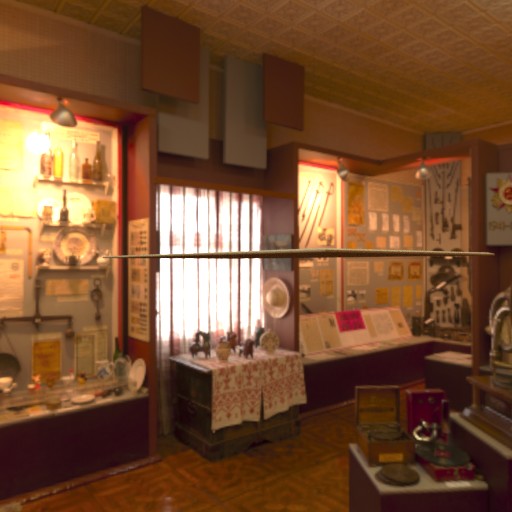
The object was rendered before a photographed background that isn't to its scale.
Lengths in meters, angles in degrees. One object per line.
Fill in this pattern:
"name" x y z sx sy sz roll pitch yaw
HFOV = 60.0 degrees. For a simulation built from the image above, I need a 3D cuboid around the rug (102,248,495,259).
"rug" 0.000 0.000 1.433 0.604 0.007 1.219 1 -1 -36
